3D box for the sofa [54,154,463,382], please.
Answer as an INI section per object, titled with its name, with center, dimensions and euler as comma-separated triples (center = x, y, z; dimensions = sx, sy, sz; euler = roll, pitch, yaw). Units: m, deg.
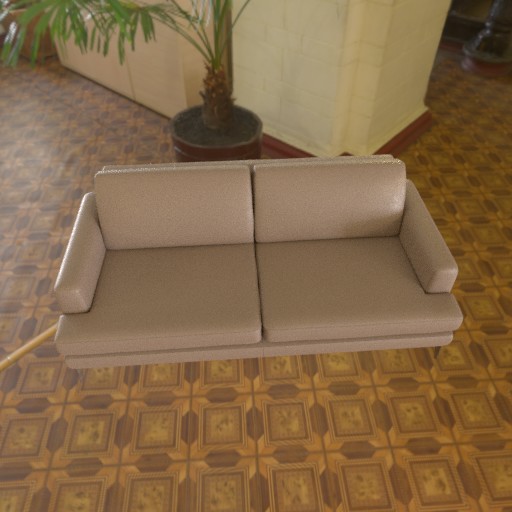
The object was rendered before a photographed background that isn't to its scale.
[sofa]
center = 0.000, 0.000, 2.383
dimensions = 1.940, 0.765, 0.974
euler = -3, 45, -3
